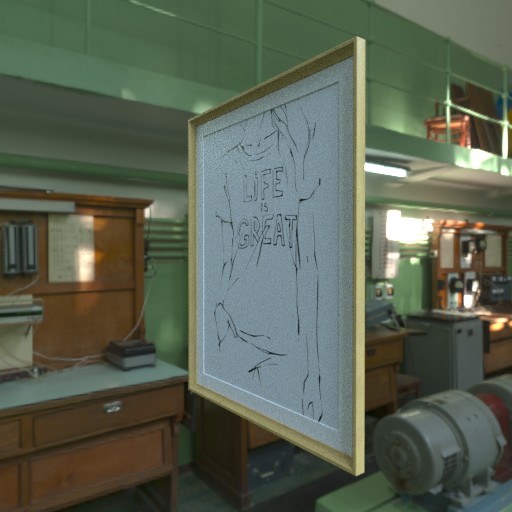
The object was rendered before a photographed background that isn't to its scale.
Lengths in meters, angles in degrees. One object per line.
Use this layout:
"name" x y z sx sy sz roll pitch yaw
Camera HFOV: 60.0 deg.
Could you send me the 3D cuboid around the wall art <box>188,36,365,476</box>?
"wall art" 0.000 0.000 1.336 0.030 1.002 0.798 0 1 -37
